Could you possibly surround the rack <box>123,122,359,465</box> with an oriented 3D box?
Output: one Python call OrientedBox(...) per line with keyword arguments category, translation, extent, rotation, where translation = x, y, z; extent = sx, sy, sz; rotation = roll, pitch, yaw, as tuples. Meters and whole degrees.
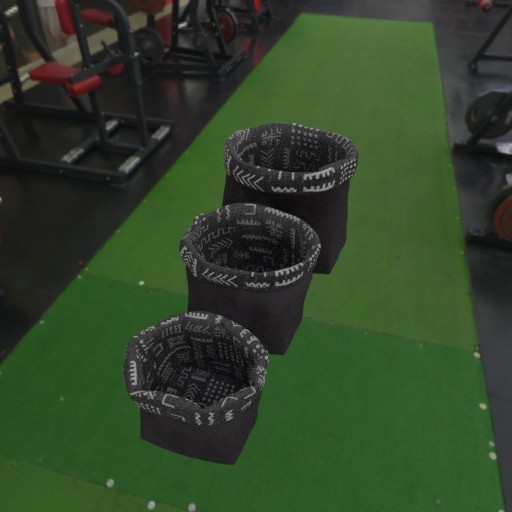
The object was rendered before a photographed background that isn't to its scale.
OrientedBox(category="rack", translation=(0.000, 0.000, 1.073), extent=(0.379, 0.323, 0.905), rotation=(11, 42, 13))
